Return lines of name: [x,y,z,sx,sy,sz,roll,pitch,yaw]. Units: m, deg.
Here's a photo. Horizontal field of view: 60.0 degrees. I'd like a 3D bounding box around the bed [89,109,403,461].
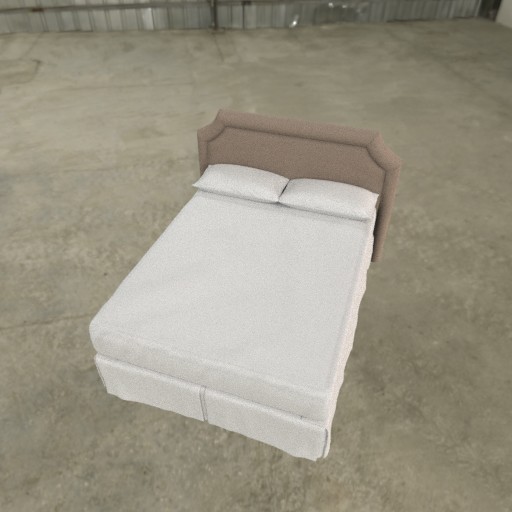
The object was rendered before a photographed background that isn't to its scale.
bed: [0.000,0.000,3.356,1.828,1.303,2.164,12,42,14]
